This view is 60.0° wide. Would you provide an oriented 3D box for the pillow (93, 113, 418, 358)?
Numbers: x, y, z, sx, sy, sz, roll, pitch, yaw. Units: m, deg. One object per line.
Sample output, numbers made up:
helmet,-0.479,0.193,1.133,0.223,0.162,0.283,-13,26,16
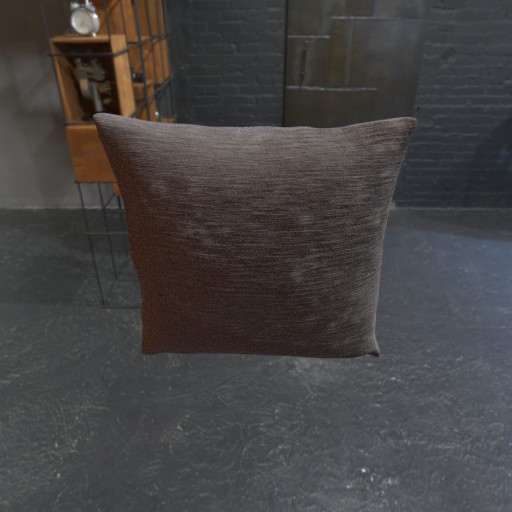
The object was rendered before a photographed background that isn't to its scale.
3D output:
pillow,0.000,0.000,0.711,0.452,0.439,0.204,1,30,2
